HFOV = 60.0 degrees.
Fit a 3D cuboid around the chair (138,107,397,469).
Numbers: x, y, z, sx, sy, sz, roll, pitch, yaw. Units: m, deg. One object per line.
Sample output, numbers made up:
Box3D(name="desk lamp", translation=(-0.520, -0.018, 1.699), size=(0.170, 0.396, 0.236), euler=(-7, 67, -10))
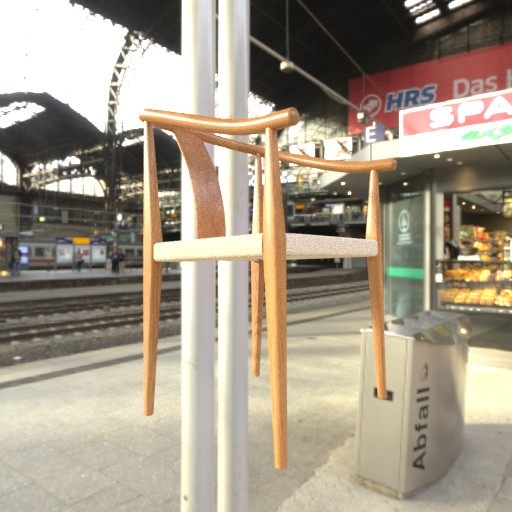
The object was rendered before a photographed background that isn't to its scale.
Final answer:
Box3D(name="chair", translation=(0.000, 0.000, 1.191), size=(0.579, 0.800, 0.556), euler=(0, 0, 37))
